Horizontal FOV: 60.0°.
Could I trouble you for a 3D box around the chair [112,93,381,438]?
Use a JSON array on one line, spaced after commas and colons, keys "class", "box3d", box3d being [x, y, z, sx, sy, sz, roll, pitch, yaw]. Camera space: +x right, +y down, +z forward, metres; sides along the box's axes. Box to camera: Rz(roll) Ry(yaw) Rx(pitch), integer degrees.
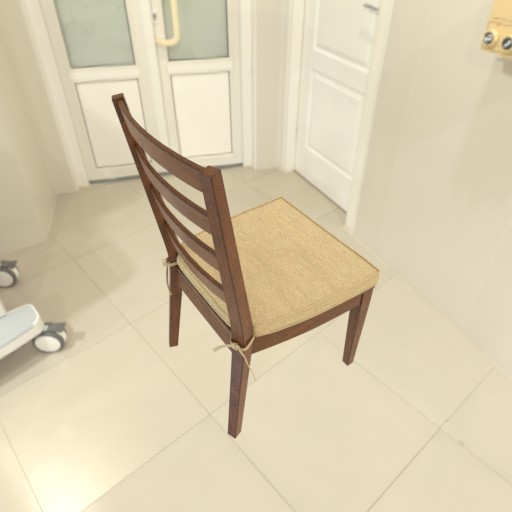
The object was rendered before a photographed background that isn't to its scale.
[{"class": "chair", "box3d": [0.000, 0.000, 1.393, 0.595, 0.979, 0.593, -24, 45, -26]}]
